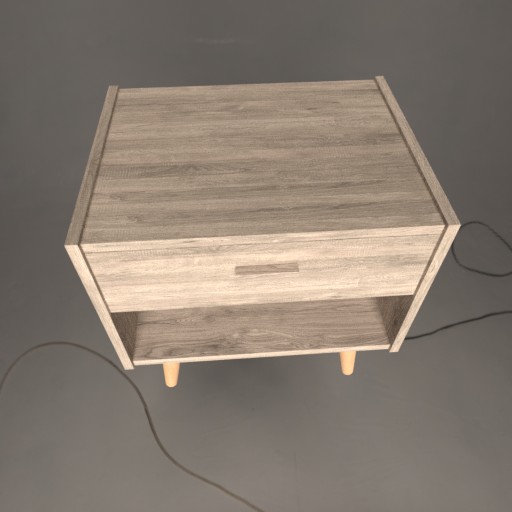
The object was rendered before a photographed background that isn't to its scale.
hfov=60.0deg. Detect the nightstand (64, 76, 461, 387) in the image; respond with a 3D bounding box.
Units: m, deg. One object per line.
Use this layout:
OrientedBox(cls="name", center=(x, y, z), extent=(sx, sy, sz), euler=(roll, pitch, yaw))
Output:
OrientedBox(cls="nightstand", center=(0.000, 0.000, 0.842), extent=(0.480, 0.500, 0.380), euler=(-3, 49, -3))
